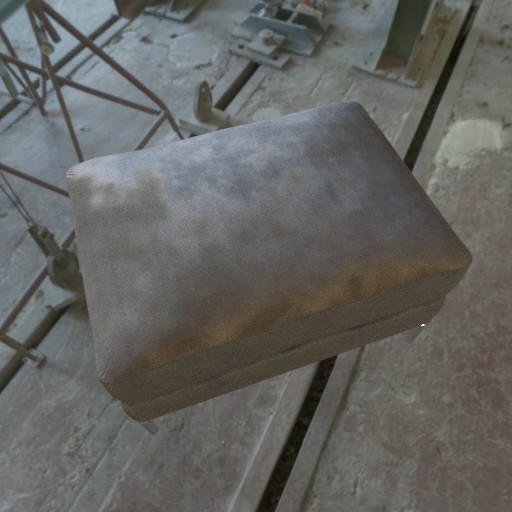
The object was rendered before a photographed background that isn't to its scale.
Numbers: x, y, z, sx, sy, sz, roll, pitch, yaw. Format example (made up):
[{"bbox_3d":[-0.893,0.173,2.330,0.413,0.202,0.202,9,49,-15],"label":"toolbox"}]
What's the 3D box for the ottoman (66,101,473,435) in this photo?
[{"bbox_3d":[0.000,0.000,1.038,0.719,0.456,0.520,-16,59,-10],"label":"ottoman"}]
